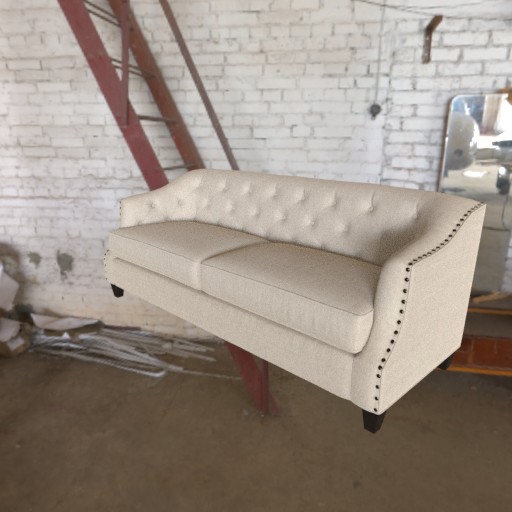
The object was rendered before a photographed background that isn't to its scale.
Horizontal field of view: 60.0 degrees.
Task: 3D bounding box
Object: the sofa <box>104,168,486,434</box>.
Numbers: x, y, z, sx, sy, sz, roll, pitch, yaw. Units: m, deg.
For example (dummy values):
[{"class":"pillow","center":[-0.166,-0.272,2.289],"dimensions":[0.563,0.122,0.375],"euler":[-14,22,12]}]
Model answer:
[{"class":"sofa","center":[0.000,0.000,2.684],"dimensions":[0.914,0.901,2.235],"euler":[-16,22,-43]}]
